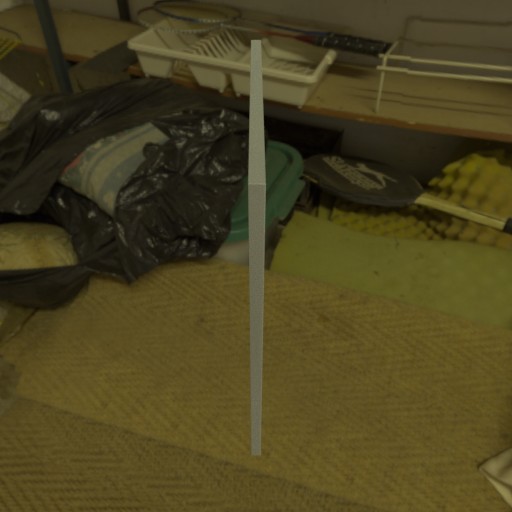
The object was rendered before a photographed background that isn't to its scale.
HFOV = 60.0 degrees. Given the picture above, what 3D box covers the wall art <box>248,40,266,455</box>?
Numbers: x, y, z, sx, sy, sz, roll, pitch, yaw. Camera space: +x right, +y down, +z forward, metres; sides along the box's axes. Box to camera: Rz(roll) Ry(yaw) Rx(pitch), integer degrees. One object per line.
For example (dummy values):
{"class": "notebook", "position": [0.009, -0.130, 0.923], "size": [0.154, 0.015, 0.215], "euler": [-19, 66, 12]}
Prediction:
{"class": "wall art", "position": [0.000, 0.000, 1.393], "size": [0.034, 1.042, 0.789], "euler": [0, 42, 0]}
